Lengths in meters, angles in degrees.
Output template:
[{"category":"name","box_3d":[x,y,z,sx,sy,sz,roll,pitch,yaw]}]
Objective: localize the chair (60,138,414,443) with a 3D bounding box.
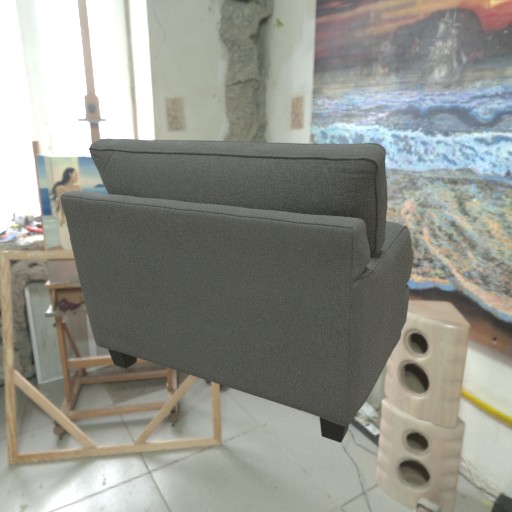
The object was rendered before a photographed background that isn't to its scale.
[{"category":"chair","box_3d":[0.000,0.000,1.969,1.220,1.016,1.041,9,19,27]}]
